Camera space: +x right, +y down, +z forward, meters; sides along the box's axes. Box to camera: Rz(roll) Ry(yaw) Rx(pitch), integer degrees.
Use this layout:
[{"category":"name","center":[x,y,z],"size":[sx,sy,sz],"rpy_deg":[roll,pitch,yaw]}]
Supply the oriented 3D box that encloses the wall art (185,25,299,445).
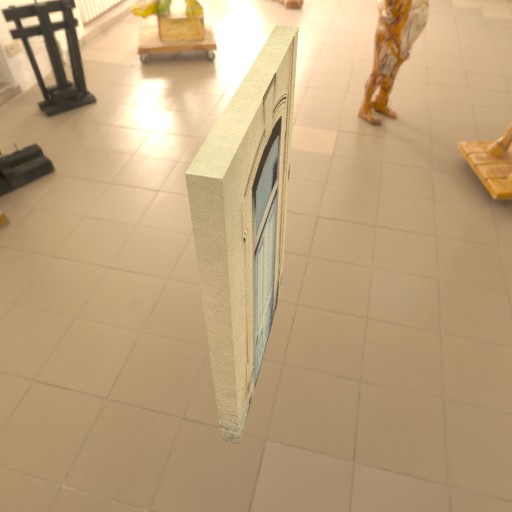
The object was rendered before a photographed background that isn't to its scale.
[{"category":"wall art","center":[0.000,0.000,0.759],"size":[0.036,0.607,0.403],"rpy_deg":[10,46,10]}]
